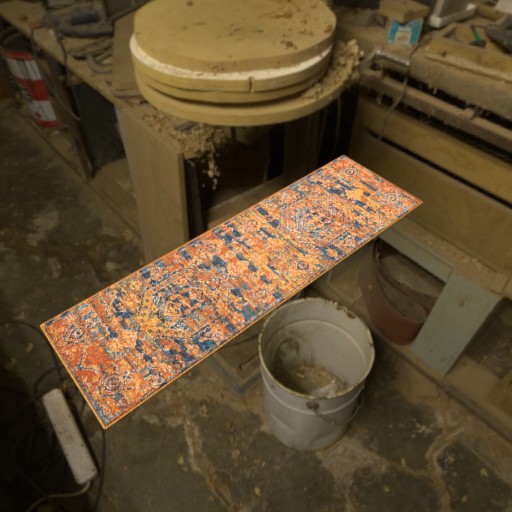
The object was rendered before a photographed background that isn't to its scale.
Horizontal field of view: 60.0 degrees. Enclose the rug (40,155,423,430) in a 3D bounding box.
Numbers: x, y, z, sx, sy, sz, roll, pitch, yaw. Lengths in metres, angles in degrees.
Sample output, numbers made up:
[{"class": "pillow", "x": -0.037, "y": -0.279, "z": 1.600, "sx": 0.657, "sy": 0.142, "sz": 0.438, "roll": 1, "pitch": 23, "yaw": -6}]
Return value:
[{"class": "rug", "x": 0.000, "y": 0.000, "z": 2.041, "sx": 1.820, "sy": 0.013, "sz": 0.556, "roll": -32, "pitch": 55, "yaw": -26}]
